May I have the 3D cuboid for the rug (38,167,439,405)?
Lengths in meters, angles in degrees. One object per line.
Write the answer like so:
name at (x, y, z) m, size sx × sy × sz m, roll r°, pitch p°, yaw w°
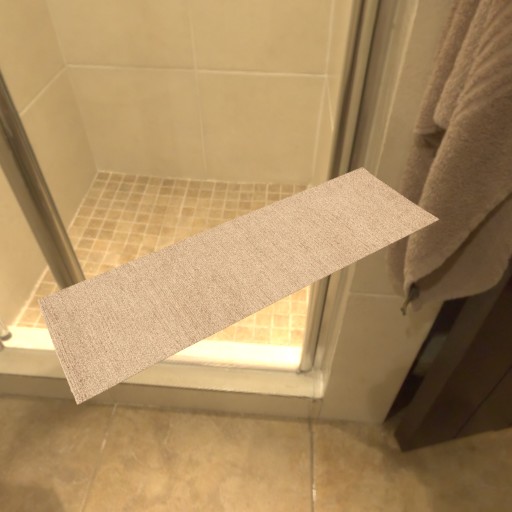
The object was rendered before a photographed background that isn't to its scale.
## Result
rug at (0.000, 0.000, 2.616) m, size 2.346 × 0.013 × 0.712 m, roll -24°, pitch 50°, yaw -22°
